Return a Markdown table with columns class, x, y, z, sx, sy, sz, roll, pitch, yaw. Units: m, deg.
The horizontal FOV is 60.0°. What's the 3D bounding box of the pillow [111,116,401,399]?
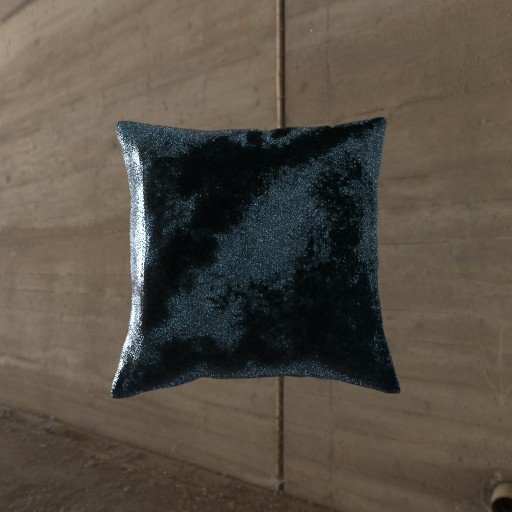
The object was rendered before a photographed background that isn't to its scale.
| class | x | y | z | sx | sy | sz | roll | pitch | yaw |
| --- | --- | --- | --- | --- | --- | --- | --- | --- | --- |
| pillow | 0.000 | 0.000 | 0.677 | 0.436 | 0.430 | 0.138 | 0 | -1 | 0 |
